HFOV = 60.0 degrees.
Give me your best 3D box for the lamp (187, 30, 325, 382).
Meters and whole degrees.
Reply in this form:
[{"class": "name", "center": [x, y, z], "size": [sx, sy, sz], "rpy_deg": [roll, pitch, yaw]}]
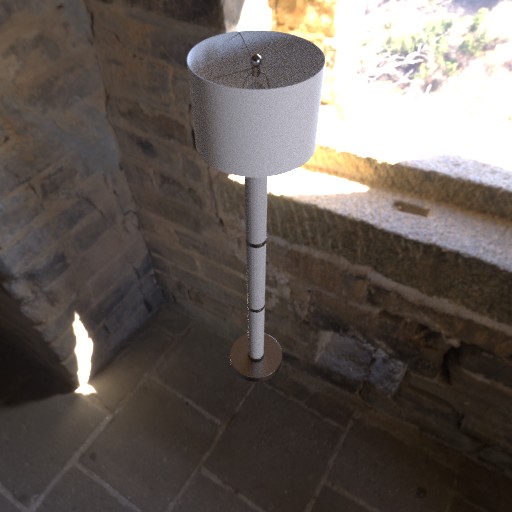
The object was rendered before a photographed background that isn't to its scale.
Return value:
[{"class": "lamp", "center": [0.000, 0.000, 1.782], "size": [0.377, 1.599, 0.377], "rpy_deg": [-11, 48, -10]}]
